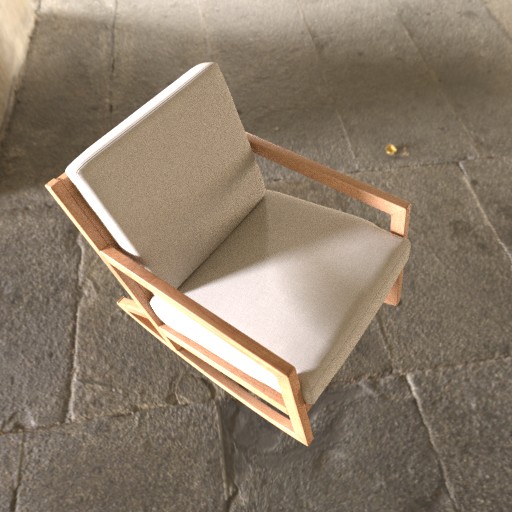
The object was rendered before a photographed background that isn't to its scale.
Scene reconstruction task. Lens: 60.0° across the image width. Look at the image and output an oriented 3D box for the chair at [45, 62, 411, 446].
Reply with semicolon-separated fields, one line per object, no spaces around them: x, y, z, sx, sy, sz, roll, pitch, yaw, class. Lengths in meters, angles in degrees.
0.000;0.000;1.380;0.857;0.790;0.622;32;63;19;chair
